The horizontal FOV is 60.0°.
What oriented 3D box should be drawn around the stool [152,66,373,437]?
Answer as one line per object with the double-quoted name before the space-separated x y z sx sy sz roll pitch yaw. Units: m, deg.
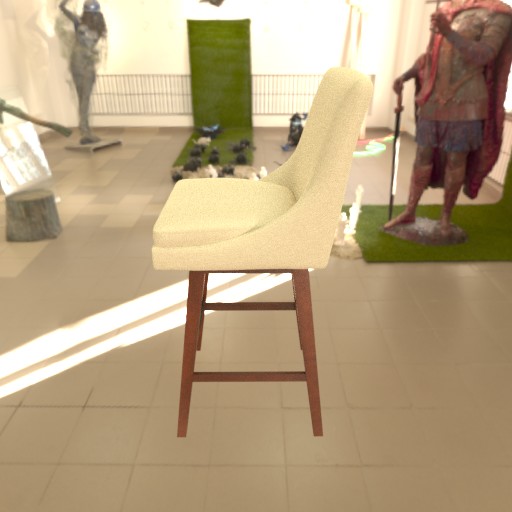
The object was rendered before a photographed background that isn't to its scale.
"stool" 0.000 0.000 1.413 0.559 1.097 0.470 0 27 0
